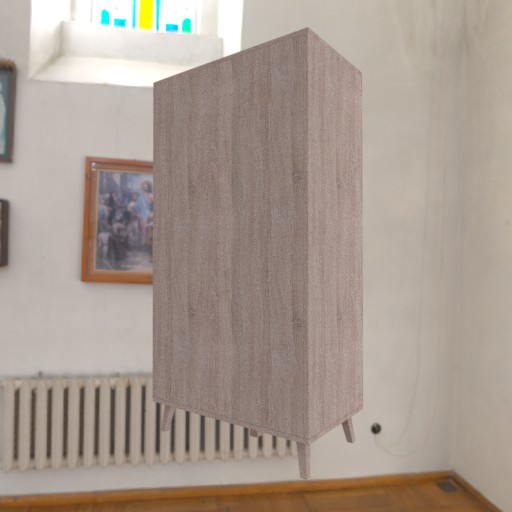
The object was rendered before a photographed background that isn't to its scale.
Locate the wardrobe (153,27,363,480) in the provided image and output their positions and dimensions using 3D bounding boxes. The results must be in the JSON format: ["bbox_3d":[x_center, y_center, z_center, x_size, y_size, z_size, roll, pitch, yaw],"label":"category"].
[{"bbox_3d":[0.000,0.000,2.434,1.000,1.960,0.600,0,-1,37],"label":"wardrobe"}]
